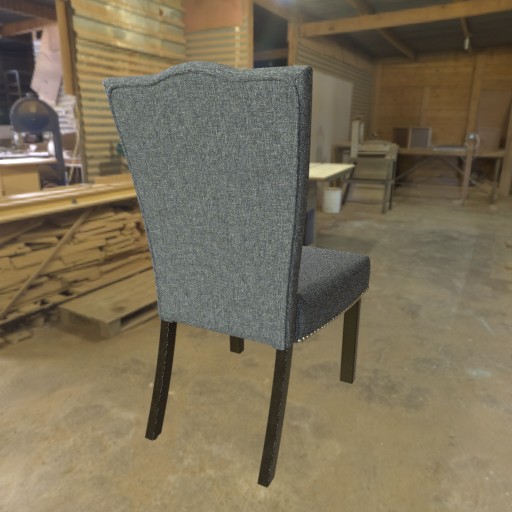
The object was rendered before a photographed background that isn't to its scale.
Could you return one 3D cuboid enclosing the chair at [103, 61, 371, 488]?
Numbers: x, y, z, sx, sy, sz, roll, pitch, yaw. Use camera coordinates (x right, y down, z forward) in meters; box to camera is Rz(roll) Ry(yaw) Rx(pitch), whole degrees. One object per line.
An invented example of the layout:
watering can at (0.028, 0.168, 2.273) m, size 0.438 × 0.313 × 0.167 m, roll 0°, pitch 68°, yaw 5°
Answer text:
chair at (0.000, 0.000, 1.237) m, size 0.518 × 0.946 × 0.589 m, roll 9°, pitch 19°, yaw 27°
